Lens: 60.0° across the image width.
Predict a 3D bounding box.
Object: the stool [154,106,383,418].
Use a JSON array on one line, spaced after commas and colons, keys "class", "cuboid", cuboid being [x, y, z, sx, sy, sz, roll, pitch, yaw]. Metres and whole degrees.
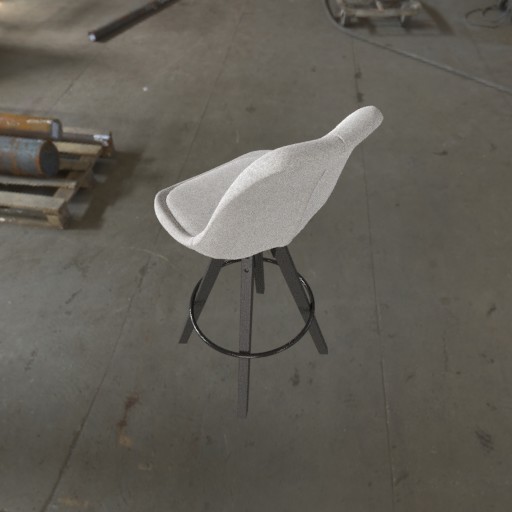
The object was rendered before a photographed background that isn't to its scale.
[{"class": "stool", "cuboid": [0.000, 0.000, 1.390, 0.485, 1.115, 0.550, -31, 54, -26]}]
